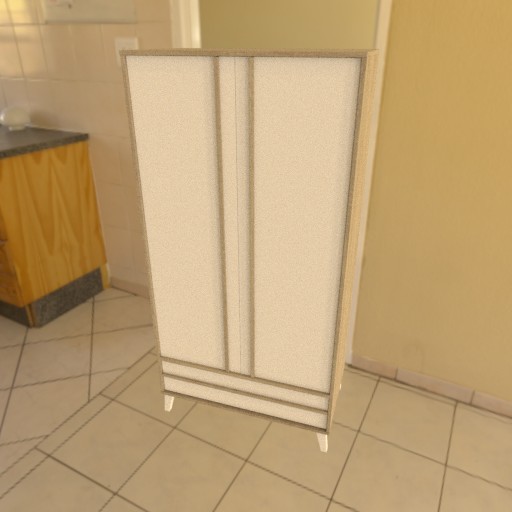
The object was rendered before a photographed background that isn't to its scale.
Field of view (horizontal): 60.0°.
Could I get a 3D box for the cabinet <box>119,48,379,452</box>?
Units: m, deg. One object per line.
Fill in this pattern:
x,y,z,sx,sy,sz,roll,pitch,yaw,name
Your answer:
0.000,0.000,2.369,1.006,1.999,0.571,8,27,16,cabinet
